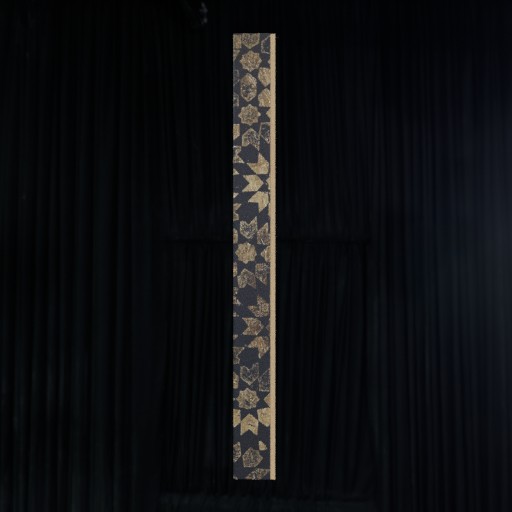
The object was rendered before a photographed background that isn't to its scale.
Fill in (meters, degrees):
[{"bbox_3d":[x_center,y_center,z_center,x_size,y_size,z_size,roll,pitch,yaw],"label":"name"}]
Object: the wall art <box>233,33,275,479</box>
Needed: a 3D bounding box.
[{"bbox_3d":[0.000,0.000,0.604,0.038,0.405,0.405,0,0,0],"label":"wall art"}]
